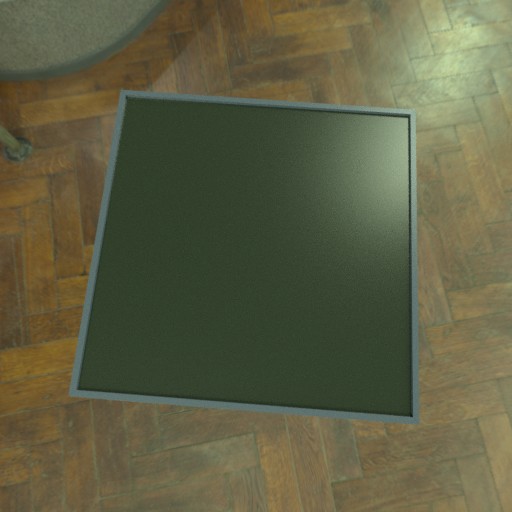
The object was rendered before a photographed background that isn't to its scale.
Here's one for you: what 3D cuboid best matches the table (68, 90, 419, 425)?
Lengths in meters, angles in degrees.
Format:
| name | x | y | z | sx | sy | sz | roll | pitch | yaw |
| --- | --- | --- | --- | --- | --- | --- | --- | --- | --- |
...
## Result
| name | x | y | z | sx | sy | sz | roll | pitch | yaw |
| --- | --- | --- | --- | --- | --- | --- | --- | --- | --- |
| table | 0.000 | 0.000 | 1.250 | 0.801 | 0.299 | 0.801 | 4 | 76 | 1 |
